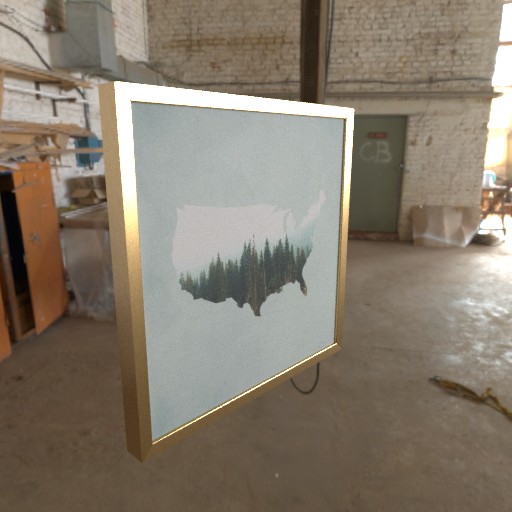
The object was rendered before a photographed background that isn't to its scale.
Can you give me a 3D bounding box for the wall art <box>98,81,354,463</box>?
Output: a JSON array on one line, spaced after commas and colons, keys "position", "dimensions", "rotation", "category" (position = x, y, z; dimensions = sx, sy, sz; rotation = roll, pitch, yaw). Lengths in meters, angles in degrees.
[{"position": [0.000, 0.000, 0.760], "dimensions": [0.040, 0.509, 0.509], "rotation": [13, 19, 42], "category": "wall art"}]
